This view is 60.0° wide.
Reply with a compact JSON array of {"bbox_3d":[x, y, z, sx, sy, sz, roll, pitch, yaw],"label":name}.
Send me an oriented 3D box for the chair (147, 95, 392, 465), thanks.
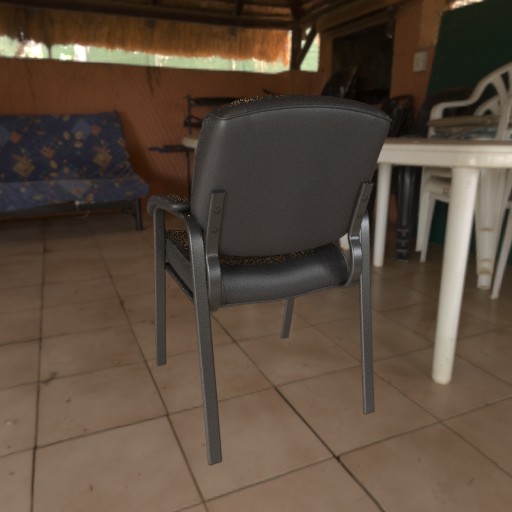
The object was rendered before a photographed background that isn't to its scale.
[{"bbox_3d":[0.000,0.000,1.378,0.591,0.910,0.668,-7,18,-24],"label":"chair"}]
